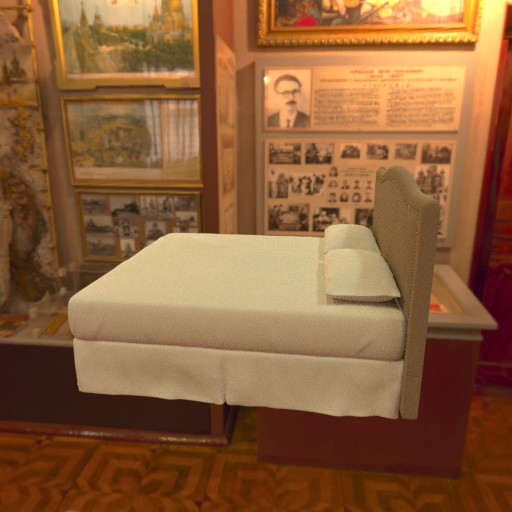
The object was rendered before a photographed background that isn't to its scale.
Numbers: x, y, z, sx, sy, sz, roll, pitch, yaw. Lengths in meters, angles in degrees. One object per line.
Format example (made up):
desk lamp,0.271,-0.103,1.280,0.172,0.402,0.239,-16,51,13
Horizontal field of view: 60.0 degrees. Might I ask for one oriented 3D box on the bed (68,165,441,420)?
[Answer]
bed,0.000,0.000,3.501,2.182,1.421,2.083,2,16,8
